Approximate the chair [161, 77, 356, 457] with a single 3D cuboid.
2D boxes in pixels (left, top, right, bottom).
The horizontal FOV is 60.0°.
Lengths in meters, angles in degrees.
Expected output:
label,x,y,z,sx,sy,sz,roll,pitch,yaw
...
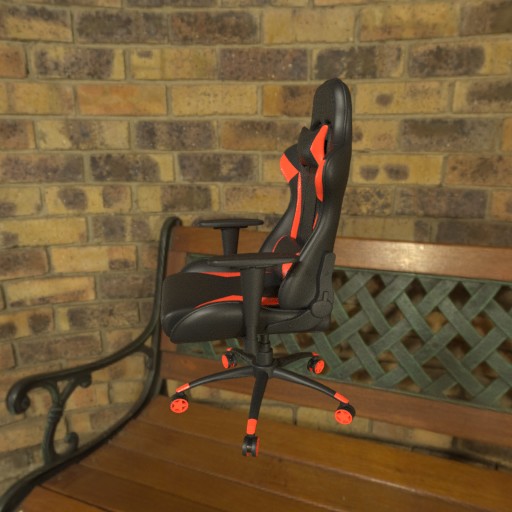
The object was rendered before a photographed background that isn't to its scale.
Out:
label,x,y,z,sx,sy,sz,roll,pitch,yaw
chair,0.000,0.000,1.706,0.730,1.282,0.695,-3,16,-10
